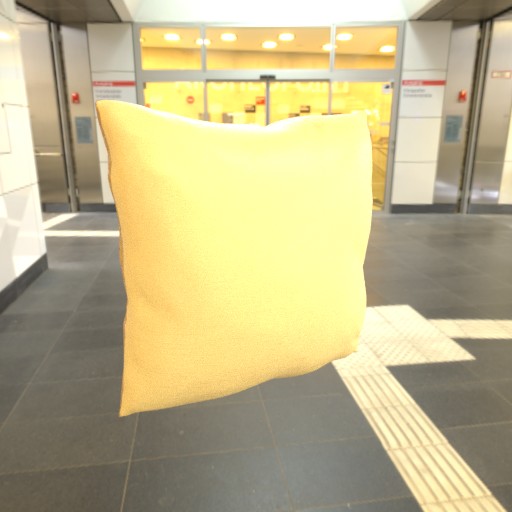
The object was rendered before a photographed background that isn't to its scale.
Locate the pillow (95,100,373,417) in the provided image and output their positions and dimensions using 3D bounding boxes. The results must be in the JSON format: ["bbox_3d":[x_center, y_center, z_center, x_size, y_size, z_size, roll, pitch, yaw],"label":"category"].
[{"bbox_3d":[0.000,0.000,0.692,0.450,0.448,0.245,-8,18,-27],"label":"pillow"}]
